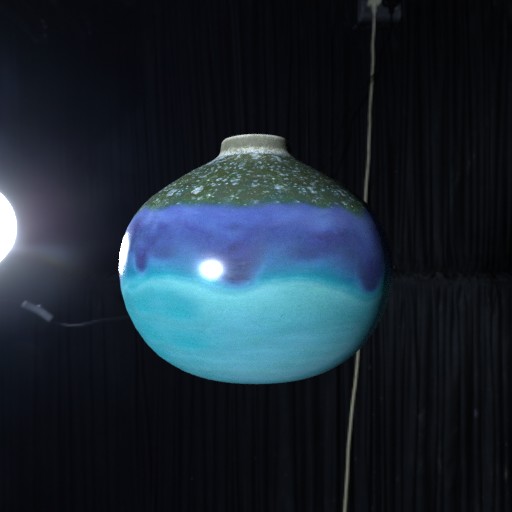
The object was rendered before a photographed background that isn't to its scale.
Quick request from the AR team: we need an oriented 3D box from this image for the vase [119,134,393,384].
[{"bbox_3d":[0.000,0.000,0.260,0.154,0.133,0.154,0,1,0],"label":"vase"}]
